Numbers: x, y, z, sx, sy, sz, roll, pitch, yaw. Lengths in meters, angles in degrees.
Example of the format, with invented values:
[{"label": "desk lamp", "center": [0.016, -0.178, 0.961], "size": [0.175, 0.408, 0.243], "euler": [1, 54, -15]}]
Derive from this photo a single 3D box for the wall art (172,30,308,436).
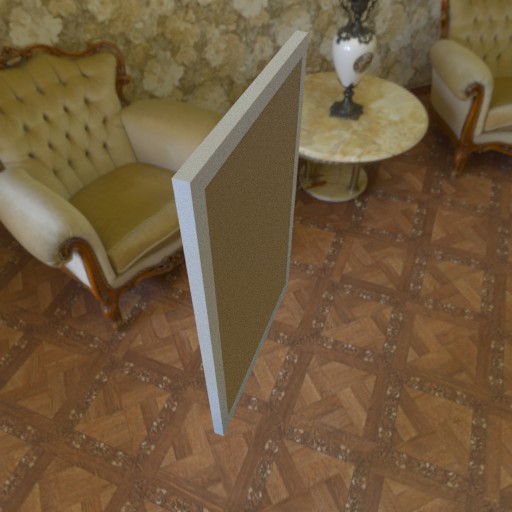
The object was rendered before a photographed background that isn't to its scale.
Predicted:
[{"label": "wall art", "center": [0.000, 0.000, 1.455], "size": [0.038, 1.143, 0.764], "euler": [15, 48, 14]}]
